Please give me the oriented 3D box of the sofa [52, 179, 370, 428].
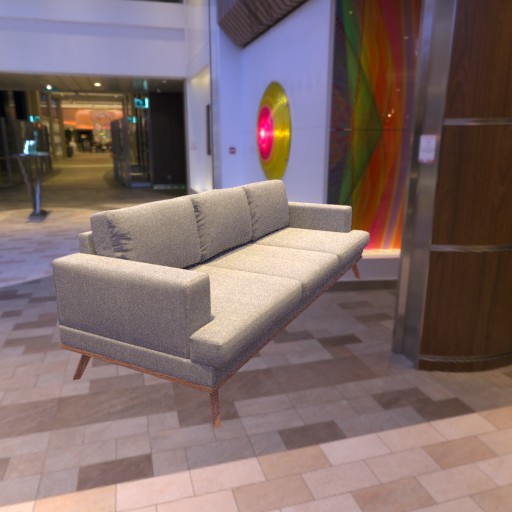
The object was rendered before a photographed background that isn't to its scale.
[{"bbox_3d":[0.000,0.000,2.828,0.920,0.810,2.310,7,16,26],"label":"sofa"}]
